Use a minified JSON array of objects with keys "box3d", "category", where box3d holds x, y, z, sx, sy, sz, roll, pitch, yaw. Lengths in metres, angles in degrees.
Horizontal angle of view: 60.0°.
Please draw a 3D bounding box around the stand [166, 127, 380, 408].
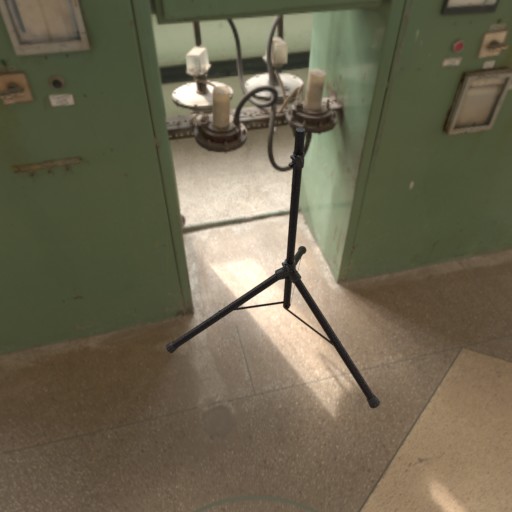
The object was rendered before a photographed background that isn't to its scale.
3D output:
[{"box3d":[0.000,0.000,1.863,0.907,1.136,1.045,-9,47,-9],"category":"stand"}]
